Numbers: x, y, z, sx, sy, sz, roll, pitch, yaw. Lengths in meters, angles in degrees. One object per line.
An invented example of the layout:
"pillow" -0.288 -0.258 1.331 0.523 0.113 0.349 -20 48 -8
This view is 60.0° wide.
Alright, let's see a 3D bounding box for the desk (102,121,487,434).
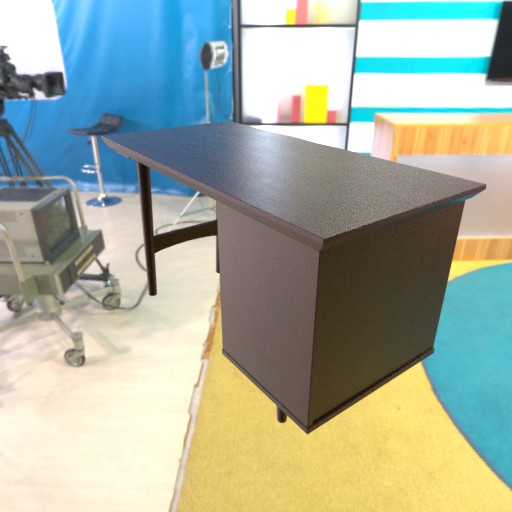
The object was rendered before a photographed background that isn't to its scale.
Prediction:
"desk" 0.000 0.000 1.665 0.612 0.758 1.277 -18 31 -32
